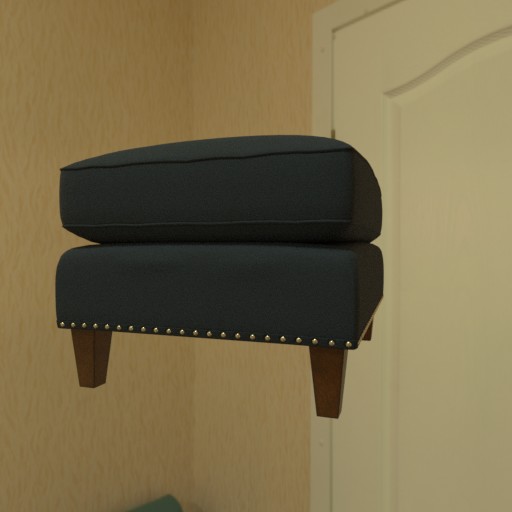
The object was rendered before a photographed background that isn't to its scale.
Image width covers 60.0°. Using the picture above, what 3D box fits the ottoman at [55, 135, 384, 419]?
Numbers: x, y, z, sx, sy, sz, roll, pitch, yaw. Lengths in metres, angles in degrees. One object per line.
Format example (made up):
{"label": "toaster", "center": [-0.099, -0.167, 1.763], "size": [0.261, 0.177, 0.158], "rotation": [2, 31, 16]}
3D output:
{"label": "ottoman", "center": [0.000, 0.000, 1.111], "size": [0.584, 0.513, 0.741], "rotation": [0, 1, 19]}
